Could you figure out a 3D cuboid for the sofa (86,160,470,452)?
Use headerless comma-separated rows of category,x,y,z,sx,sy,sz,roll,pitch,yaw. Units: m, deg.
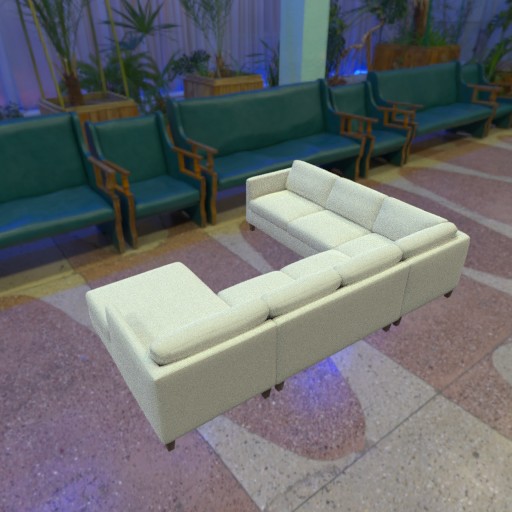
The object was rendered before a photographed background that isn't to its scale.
sofa,0.000,0.000,4.402,3.238,0.853,2.551,-19,35,-30
